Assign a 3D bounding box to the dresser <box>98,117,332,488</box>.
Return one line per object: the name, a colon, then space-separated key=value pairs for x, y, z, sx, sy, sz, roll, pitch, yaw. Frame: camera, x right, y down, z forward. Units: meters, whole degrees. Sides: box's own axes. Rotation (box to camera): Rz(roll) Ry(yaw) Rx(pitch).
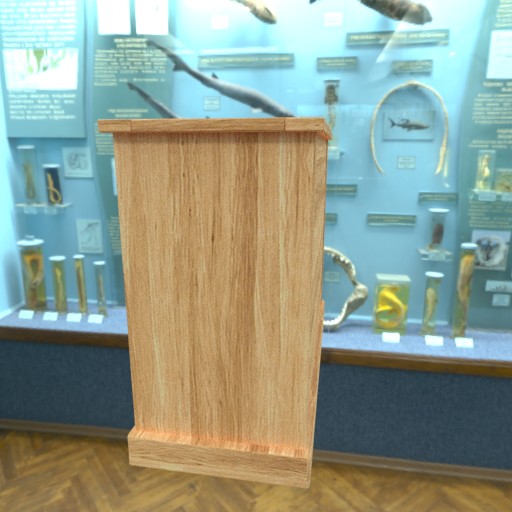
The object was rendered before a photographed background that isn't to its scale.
dresser: x=0.000 y=0.000 z=1.333 sx=0.410 sy=0.740 sz=0.990 roll=2 pitch=14 yaw=10
